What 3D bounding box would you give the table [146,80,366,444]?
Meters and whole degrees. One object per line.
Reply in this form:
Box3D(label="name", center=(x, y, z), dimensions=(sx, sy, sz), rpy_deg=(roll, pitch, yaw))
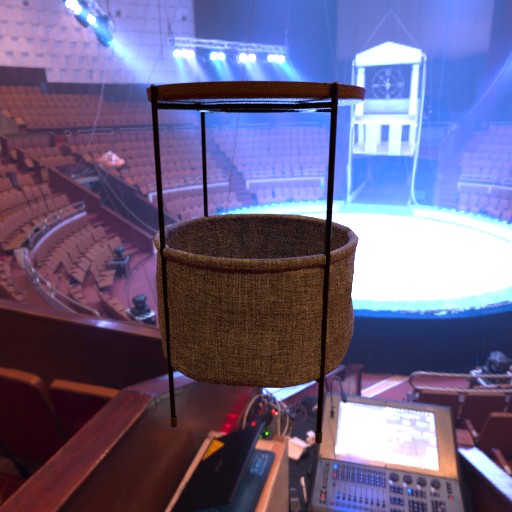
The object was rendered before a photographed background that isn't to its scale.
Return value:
Box3D(label="table", center=(0.000, 0.000, 0.886), dimensions=(0.400, 0.623, 0.400), rpy_deg=(3, 17, 9))
